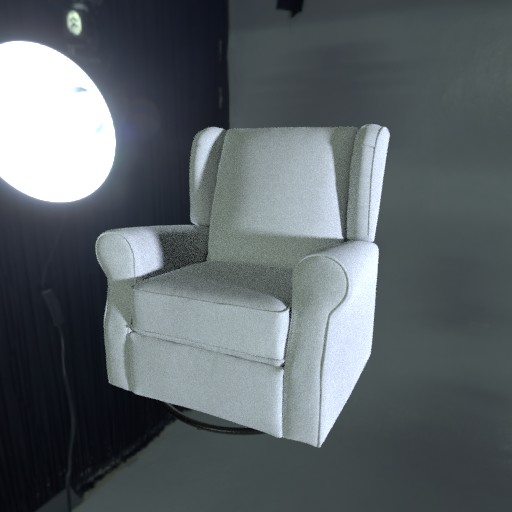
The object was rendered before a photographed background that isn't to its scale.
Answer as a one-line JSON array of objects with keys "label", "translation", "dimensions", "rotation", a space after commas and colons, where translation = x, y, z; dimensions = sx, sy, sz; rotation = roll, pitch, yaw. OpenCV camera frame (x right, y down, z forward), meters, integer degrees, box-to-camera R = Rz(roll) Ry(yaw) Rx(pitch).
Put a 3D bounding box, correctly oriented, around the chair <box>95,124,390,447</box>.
[{"label": "chair", "translation": [0.000, 0.000, 1.679], "dimensions": [0.906, 0.967, 0.854], "rotation": [7, 16, 25]}]
